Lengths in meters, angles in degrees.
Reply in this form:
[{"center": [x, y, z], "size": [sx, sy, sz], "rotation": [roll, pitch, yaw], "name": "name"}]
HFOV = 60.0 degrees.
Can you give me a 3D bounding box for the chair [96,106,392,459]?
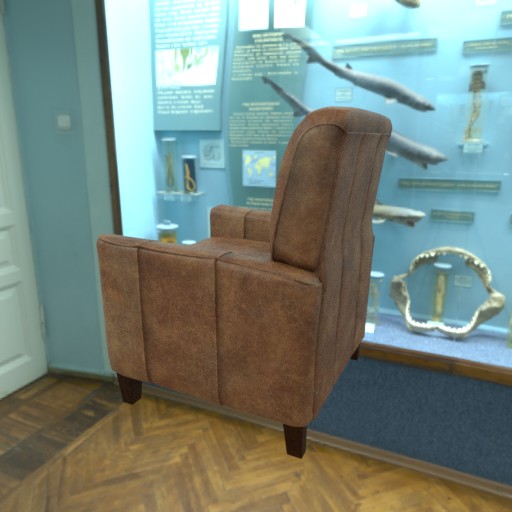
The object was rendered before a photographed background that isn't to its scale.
[{"center": [0.000, 0.000, 1.686], "size": [0.836, 1.043, 0.843], "rotation": [7, 16, 25], "name": "chair"}]
